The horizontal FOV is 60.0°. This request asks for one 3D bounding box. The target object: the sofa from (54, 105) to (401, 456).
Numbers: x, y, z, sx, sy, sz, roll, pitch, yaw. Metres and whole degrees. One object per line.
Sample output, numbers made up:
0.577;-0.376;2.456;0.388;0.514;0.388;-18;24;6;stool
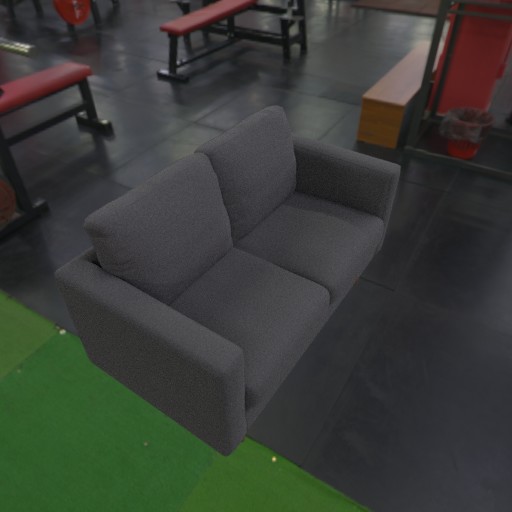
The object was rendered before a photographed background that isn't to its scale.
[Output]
0.000;0.000;2.000;0.796;0.908;1.430;24;47;25;sofa
